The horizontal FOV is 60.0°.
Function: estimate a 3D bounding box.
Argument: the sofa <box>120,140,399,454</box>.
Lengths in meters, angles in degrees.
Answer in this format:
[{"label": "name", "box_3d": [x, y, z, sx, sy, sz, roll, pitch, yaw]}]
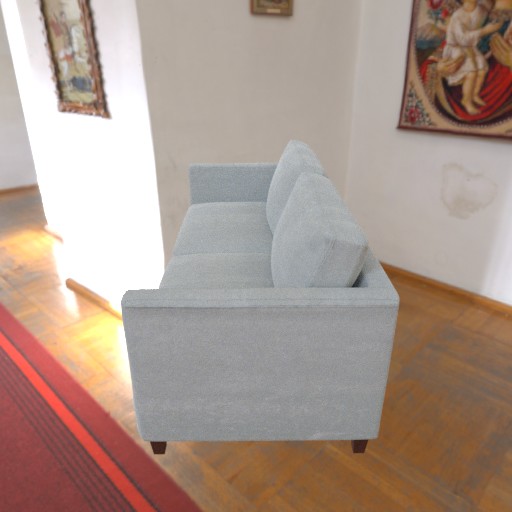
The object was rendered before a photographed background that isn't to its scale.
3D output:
[{"label": "sofa", "box_3d": [0.000, 0.000, 2.384, 0.950, 0.963, 1.884, 0, 25, -1]}]
